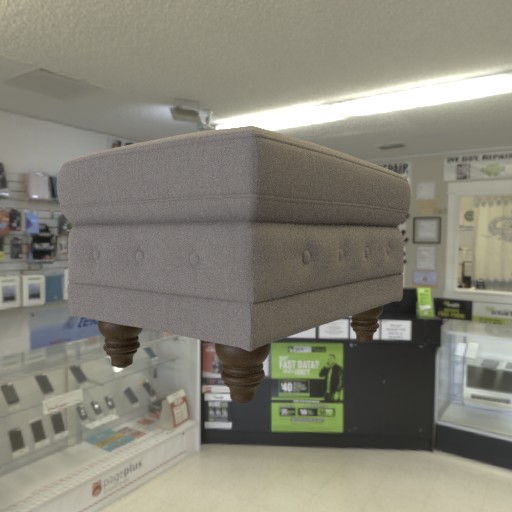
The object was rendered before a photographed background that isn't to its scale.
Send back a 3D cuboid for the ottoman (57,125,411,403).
[{"bbox_3d":[0.000,0.000,1.132,0.569,0.500,0.771,2,3,36],"label":"ottoman"}]
